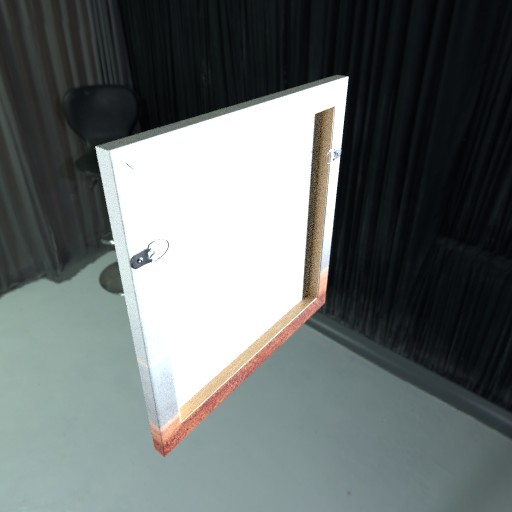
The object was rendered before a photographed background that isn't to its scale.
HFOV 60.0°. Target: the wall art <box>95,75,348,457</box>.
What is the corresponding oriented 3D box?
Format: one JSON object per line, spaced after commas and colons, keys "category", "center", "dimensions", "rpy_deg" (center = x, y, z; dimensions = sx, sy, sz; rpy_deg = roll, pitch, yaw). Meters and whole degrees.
{"category": "wall art", "center": [0.000, 0.000, 1.130], "dimensions": [0.042, 0.760, 0.760], "rpy_deg": [22, 38, 31]}
